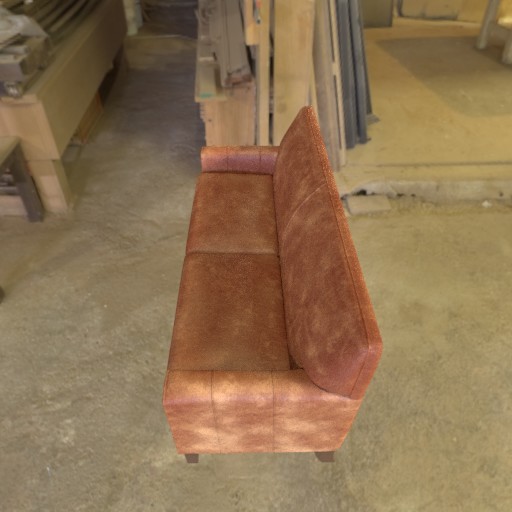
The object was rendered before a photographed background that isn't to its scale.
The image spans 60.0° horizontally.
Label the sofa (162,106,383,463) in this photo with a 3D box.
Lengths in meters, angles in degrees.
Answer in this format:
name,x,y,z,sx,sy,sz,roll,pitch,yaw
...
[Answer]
name,x,y,z,sx,sy,sz,roll,pitch,yaw
sofa,0.000,0.000,2.514,0.805,0.947,2.053,-1,41,-1
